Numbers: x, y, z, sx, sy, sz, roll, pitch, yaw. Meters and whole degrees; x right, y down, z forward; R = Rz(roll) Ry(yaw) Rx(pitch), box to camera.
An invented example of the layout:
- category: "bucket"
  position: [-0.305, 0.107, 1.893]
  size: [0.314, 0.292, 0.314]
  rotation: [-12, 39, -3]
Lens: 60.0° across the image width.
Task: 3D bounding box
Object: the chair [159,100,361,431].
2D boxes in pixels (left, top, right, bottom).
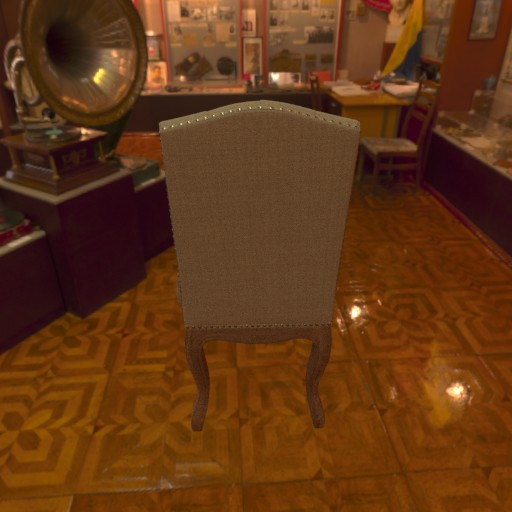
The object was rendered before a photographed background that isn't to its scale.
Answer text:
- category: "chair"
  position: [0.000, 0.000, 1.596]
  size: [0.637, 1.191, 0.731]
  rotation: [-1, 30, -2]
